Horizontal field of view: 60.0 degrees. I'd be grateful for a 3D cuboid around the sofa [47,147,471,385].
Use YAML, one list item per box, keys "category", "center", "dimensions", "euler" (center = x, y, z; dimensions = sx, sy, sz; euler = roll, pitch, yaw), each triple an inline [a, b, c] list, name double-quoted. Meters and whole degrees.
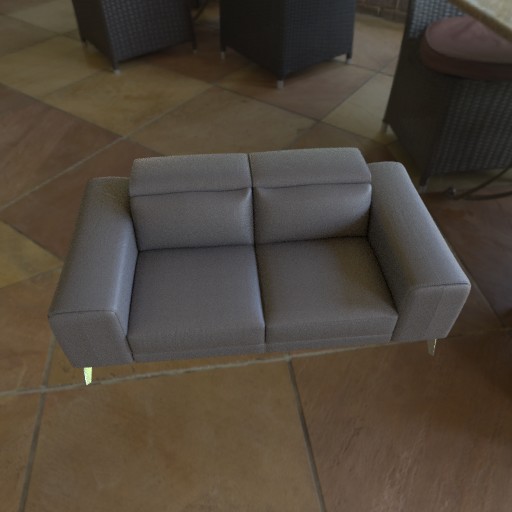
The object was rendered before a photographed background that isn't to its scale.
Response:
- category: "sofa"
  center: [0.000, 0.000, 2.453]
  dimensions: [1.930, 0.753, 1.024]
  euler: [-4, 46, -4]
